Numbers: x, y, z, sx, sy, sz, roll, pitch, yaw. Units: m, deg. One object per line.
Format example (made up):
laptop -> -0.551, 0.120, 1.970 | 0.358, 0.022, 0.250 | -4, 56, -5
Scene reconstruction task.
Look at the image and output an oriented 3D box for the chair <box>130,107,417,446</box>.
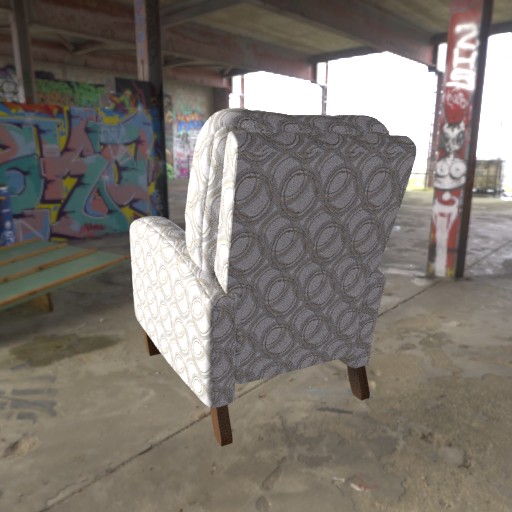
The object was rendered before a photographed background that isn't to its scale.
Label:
chair -> 0.000, 0.000, 1.777 | 0.796, 1.065, 0.995 | -7, 15, -27
